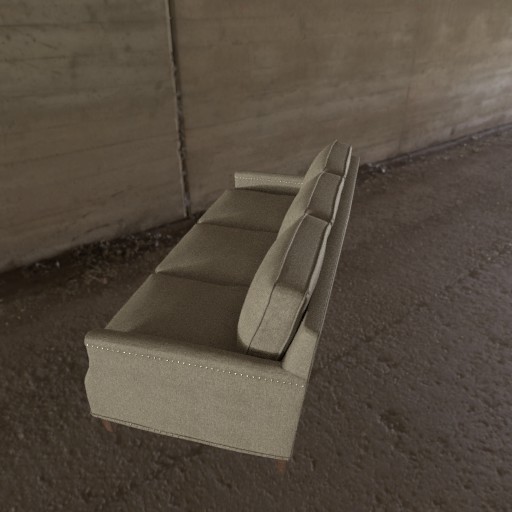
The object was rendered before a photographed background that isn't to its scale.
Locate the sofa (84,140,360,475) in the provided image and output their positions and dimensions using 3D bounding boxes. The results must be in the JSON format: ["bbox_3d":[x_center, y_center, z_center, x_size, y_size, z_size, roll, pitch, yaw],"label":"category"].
[{"bbox_3d":[0.000,0.000,2.783,1.084,1.003,2.246,8,31,13],"label":"sofa"}]
